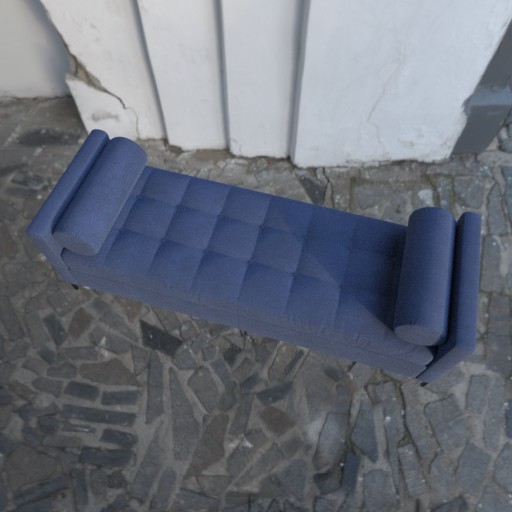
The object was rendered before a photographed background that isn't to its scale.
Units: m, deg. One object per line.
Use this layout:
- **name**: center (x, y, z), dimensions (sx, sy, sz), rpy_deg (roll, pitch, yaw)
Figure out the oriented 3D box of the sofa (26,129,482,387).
- **sofa**: center (0.000, 0.000, 2.278), dimensions (1.981, 0.635, 0.686), rpy_deg (14, 61, 8)
